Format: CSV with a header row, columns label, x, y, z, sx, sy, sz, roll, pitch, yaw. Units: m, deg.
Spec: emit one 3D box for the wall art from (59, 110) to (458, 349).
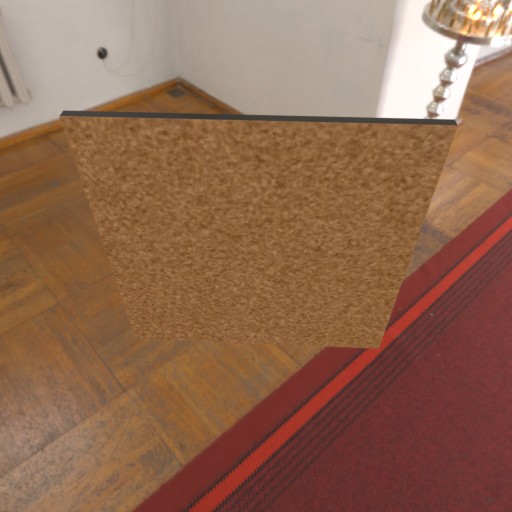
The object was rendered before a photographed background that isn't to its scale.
label,x,y,z,sx,sy,sz,roll,pitch,yaw
wall art,0.000,0.000,0.658,0.446,0.445,0.014,2,46,2
